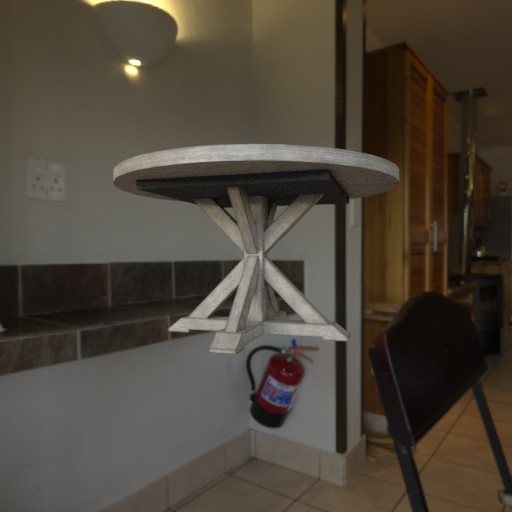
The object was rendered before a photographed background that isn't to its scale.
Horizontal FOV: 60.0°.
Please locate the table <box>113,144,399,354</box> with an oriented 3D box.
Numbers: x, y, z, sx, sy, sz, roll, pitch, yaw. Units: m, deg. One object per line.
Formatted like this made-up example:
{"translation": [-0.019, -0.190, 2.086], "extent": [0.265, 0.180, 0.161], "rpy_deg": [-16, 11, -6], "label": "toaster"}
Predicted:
{"translation": [0.000, 0.000, 2.218], "extent": [1.363, 0.781, 1.363], "rpy_deg": [0, 0, 0], "label": "table"}
